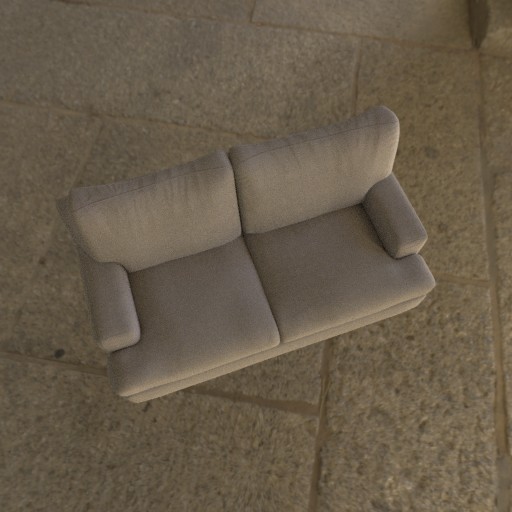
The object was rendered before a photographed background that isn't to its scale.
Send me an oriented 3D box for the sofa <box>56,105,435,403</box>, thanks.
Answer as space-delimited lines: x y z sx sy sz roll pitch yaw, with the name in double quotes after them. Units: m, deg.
0.000 0.000 2.437 1.855 0.980 0.962 -17 66 -8 "sofa"
